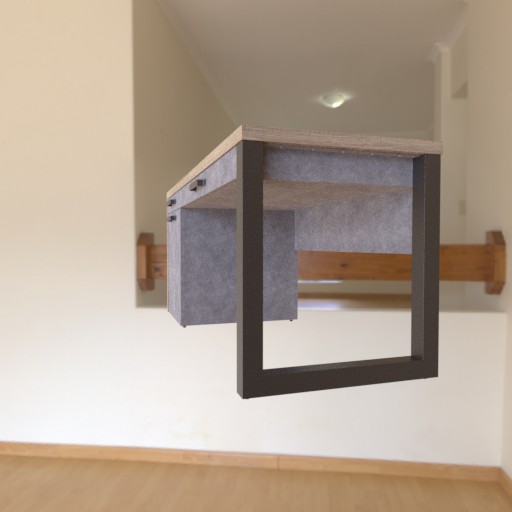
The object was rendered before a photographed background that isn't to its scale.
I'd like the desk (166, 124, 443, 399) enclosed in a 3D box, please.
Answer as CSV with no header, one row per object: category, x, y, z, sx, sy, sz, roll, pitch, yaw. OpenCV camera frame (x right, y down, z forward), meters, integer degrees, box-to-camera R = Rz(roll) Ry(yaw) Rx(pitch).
desk,0.000,0.000,2.111,0.690,0.760,1.700,-1,2,-18
